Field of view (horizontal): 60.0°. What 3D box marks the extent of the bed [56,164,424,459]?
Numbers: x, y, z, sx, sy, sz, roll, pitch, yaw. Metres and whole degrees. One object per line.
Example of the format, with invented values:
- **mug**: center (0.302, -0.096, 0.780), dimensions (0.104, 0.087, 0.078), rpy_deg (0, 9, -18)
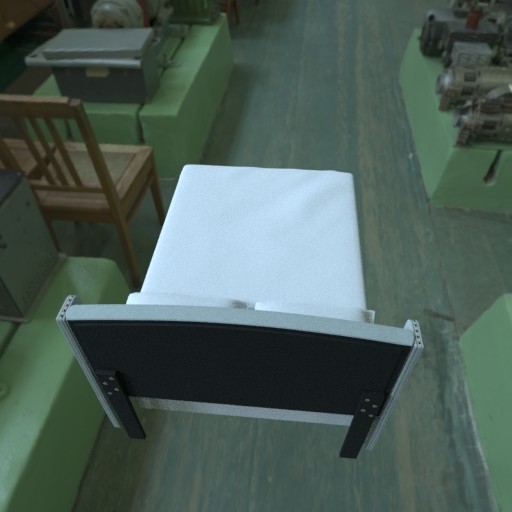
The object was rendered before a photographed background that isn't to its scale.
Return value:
- **bed**: center (0.000, 0.000, 3.231), dimensions (1.710, 1.407, 2.237), rpy_deg (4, 47, 3)
